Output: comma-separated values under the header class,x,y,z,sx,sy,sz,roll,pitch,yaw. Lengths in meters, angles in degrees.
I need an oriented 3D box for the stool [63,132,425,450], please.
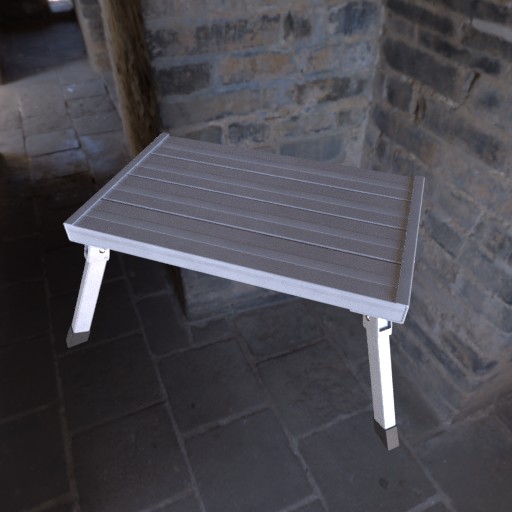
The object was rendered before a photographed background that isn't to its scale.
class,x,y,z,sx,sy,sz,roll,pitch,yaw
stool,0.000,0.000,0.716,0.535,0.225,0.385,13,44,14
